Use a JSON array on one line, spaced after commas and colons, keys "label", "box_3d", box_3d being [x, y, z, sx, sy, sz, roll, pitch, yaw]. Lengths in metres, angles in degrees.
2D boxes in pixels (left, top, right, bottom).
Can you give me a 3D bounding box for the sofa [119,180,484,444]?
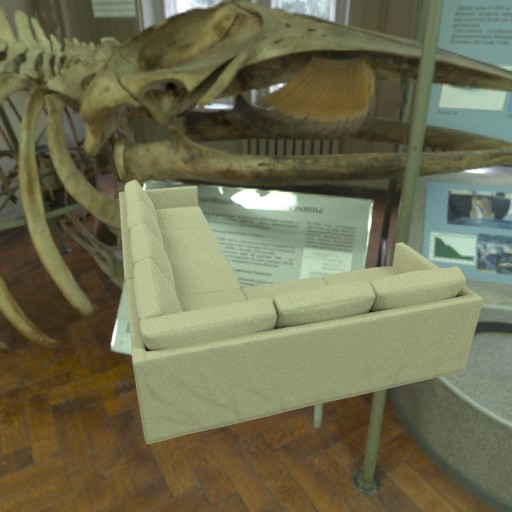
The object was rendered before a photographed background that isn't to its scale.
[{"label": "sofa", "box_3d": [0.000, 0.000, 4.278, 2.432, 0.871, 3.182, -8, 28, -15]}]
